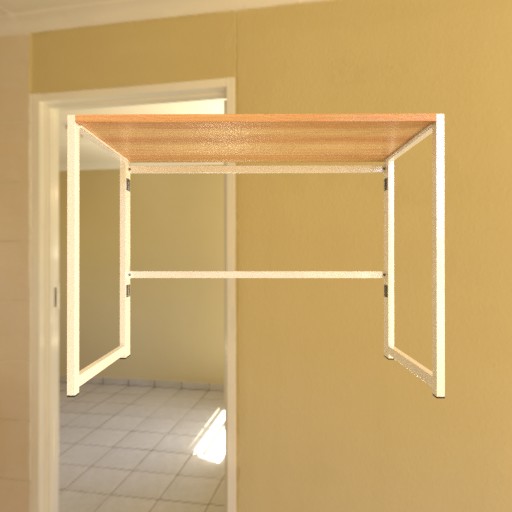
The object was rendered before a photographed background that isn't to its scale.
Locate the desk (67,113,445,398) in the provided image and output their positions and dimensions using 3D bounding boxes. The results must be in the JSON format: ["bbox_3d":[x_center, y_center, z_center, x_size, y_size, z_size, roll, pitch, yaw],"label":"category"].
[{"bbox_3d":[0.000,0.000,1.441,1.016,0.762,0.508,0,0,1],"label":"desk"}]
